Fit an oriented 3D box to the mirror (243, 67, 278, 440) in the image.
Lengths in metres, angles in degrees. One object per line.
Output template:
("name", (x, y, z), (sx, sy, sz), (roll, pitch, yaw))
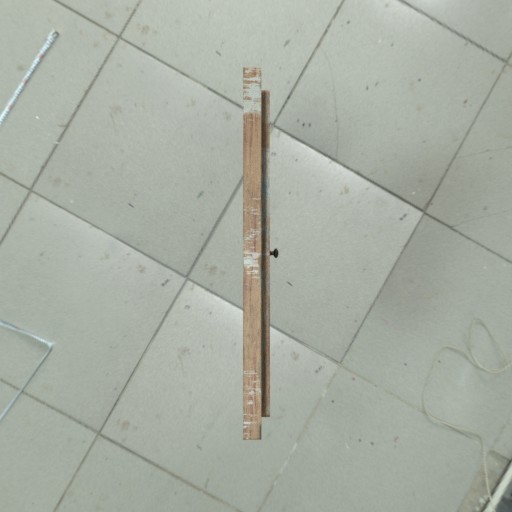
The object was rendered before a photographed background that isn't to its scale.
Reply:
("mirror", (0.000, 0.000, 1.449), (0.083, 1.213, 0.707), (0, 89, -2))
